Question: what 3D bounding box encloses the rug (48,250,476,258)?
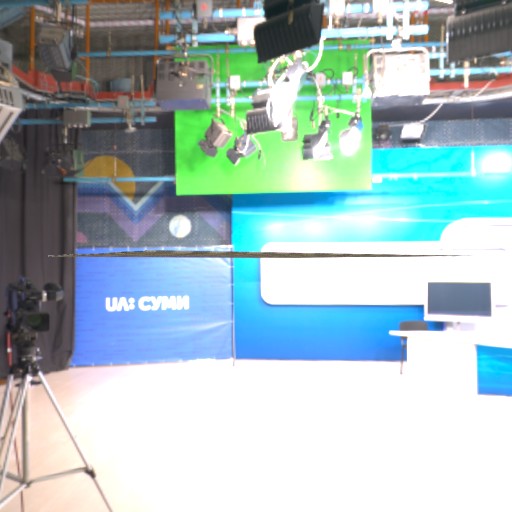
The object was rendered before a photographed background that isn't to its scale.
[{"bbox_3d":[0.000,0.000,4.002,3.021,0.013,2.432,1,-1,-35],"label":"rug"}]
